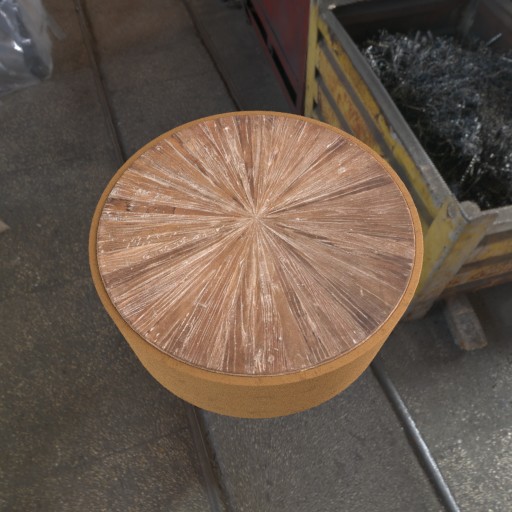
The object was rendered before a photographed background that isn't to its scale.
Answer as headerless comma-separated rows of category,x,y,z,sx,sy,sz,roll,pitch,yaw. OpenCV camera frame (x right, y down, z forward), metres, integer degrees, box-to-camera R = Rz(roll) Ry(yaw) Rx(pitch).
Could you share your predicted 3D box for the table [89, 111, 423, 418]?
table,0.000,0.000,1.519,1.001,0.409,1.001,0,58,0
